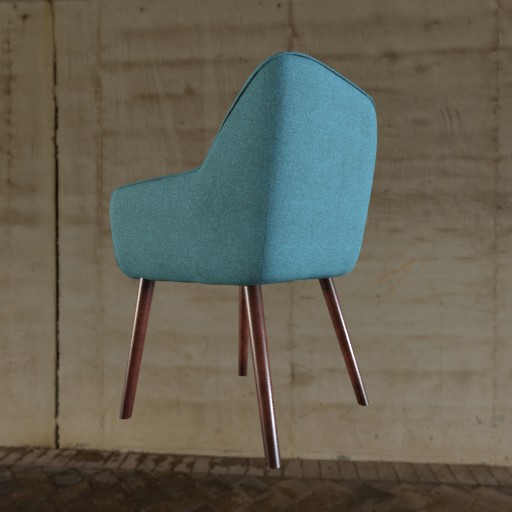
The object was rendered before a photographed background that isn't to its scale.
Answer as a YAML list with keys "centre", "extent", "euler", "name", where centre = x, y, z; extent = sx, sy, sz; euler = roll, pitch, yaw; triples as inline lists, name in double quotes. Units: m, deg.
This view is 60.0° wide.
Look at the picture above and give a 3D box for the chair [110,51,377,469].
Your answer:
- centre: [0.000, 0.000, 1.147]
  extent: [0.519, 0.803, 0.543]
  euler: [1, 1, 37]
  name: "chair"
